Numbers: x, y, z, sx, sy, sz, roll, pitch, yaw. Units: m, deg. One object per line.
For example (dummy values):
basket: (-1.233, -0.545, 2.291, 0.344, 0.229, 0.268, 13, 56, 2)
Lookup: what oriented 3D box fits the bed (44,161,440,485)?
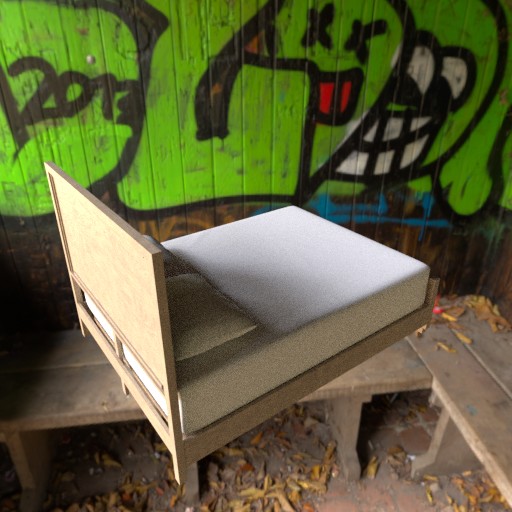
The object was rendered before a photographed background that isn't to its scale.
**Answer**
bed: (0.000, 0.000, 3.164, 2.189, 1.369, 1.606, -19, 33, -32)
